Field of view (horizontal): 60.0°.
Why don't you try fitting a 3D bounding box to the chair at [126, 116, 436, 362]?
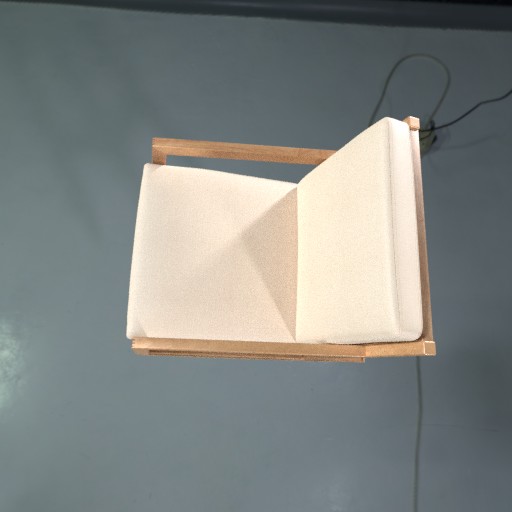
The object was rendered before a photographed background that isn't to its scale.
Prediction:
[{"bbox_3d":[0.000,0.000,1.422,0.857,0.790,0.622,2,75,0],"label":"chair"}]
